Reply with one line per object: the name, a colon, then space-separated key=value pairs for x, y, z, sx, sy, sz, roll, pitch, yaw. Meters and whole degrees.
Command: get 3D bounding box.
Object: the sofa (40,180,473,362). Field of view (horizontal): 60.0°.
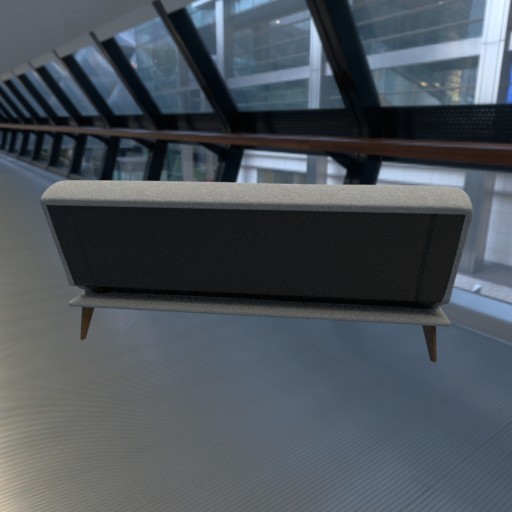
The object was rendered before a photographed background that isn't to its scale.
sofa: x=0.000 y=0.000 z=2.283 sx=1.800 sy=0.810 sz=0.860 roll=2 pitch=16 yaw=7
